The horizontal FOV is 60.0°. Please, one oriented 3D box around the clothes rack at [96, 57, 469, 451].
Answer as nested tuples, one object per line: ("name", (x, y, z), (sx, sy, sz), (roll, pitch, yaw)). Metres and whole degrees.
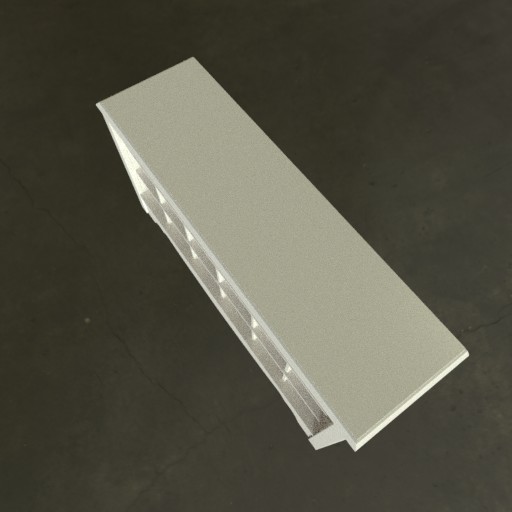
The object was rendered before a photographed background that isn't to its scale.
("clothes rack", (0.000, 0.000, 1.338), (0.324, 0.531, 1.120), (-33, 69, -15))
